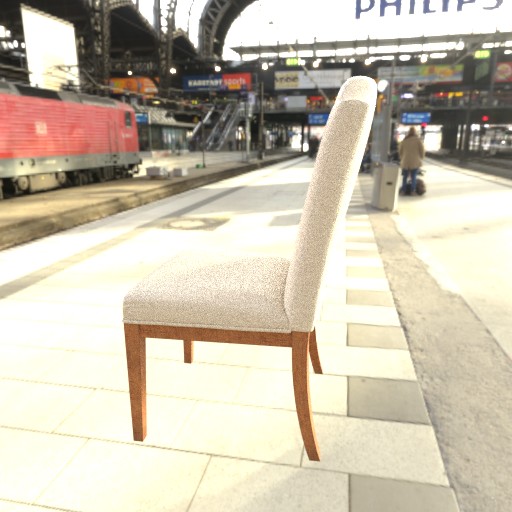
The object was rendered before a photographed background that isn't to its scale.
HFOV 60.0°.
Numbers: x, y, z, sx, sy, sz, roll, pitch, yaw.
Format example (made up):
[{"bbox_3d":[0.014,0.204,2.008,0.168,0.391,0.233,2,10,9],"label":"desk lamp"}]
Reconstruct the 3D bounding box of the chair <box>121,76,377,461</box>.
[{"bbox_3d":[0.000,0.000,1.354,0.648,1.012,0.534,2,15,9],"label":"chair"}]
